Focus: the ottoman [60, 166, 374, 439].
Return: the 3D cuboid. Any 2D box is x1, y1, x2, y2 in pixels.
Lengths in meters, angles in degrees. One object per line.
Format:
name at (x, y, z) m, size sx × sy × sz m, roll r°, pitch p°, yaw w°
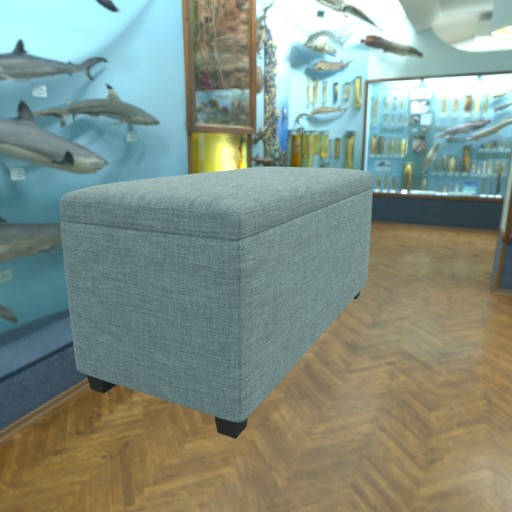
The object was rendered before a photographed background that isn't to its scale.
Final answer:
ottoman at (0.000, 0.000, 1.168) m, size 0.419 × 0.432 × 0.902 m, roll 7°, pitch 16°, yaw 26°
